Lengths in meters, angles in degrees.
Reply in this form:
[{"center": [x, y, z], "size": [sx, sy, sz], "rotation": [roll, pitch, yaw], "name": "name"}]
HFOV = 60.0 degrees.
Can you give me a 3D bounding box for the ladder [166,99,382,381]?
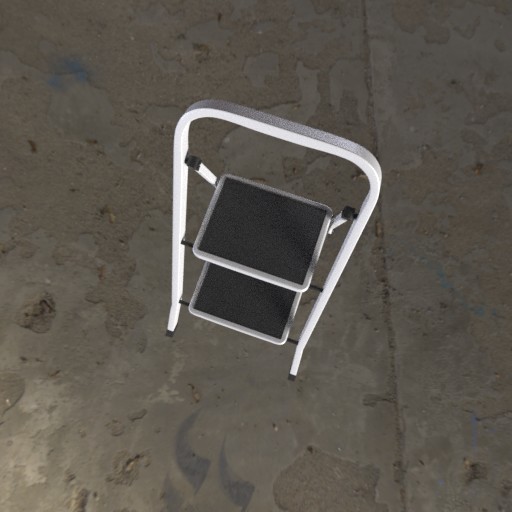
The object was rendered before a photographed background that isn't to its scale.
[{"center": [0.000, 0.000, 1.153], "size": [0.460, 0.810, 0.544], "rotation": [19, 77, 4], "name": "ladder"}]
